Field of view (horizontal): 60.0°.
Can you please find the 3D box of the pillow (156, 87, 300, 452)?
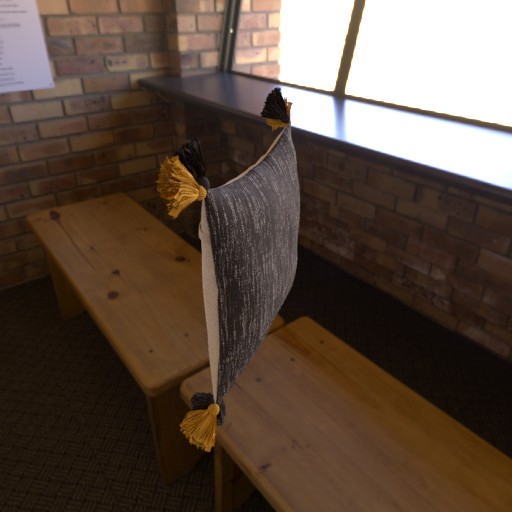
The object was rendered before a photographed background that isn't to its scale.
[{"bbox_3d":[0.000,0.000,1.006,0.139,0.659,0.654,11,32,17],"label":"pillow"}]
